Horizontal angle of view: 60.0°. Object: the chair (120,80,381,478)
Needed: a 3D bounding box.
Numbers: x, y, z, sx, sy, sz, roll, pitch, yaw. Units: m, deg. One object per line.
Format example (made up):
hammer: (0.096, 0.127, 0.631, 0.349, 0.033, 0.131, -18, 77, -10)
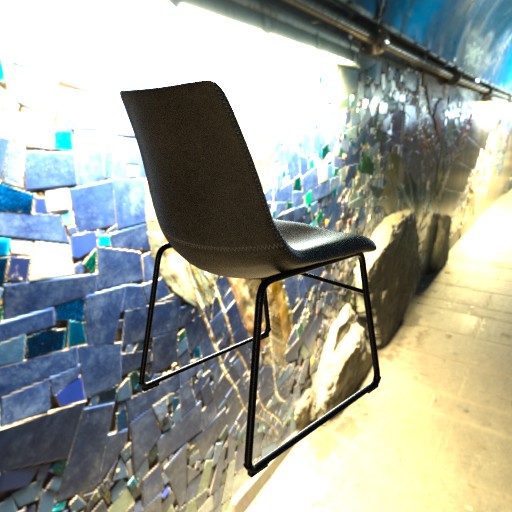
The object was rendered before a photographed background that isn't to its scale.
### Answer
chair: (0.000, 0.000, 1.124, 0.550, 0.780, 0.460, -15, 22, -42)
